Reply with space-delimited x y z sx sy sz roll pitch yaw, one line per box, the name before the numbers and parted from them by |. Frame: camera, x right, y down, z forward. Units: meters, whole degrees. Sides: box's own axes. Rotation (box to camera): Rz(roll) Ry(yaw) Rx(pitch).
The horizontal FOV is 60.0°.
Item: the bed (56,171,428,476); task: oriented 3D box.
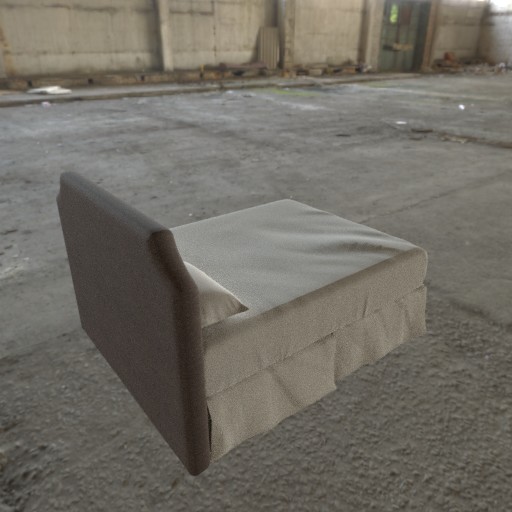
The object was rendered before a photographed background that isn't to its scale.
bed | 0.000 0.000 3.141 2.116 1.290 1.693 -19 31 -34
